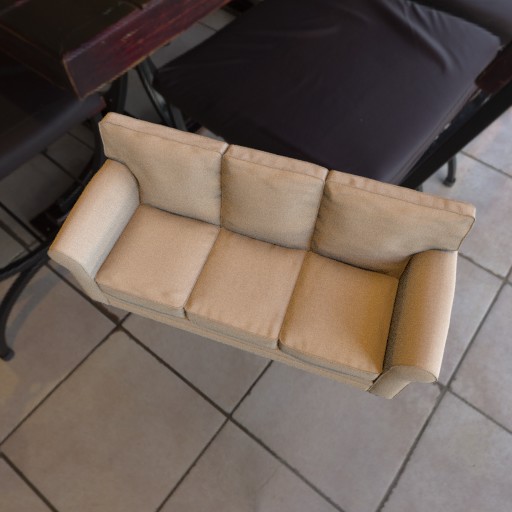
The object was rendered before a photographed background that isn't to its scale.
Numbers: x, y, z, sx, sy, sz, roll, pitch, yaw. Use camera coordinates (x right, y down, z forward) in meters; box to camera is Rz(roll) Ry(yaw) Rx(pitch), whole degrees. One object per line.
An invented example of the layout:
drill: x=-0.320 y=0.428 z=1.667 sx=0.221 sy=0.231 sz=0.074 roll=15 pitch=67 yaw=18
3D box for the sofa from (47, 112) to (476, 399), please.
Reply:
sofa: x=0.000 y=0.000 z=2.523 sx=2.084 sy=0.961 sz=0.916 roll=17 pitch=61 yaw=10
